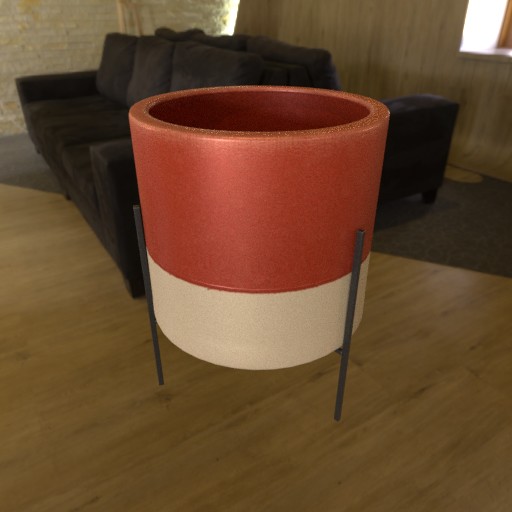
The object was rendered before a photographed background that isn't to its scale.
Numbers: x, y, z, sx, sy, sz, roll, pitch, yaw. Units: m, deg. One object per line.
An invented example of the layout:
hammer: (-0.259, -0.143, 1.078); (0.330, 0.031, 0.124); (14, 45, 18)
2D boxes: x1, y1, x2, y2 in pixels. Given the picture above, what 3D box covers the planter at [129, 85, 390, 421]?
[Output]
planter: (0.000, 0.000, 0.708); (0.354, 0.465, 0.345); (-8, 30, -13)
